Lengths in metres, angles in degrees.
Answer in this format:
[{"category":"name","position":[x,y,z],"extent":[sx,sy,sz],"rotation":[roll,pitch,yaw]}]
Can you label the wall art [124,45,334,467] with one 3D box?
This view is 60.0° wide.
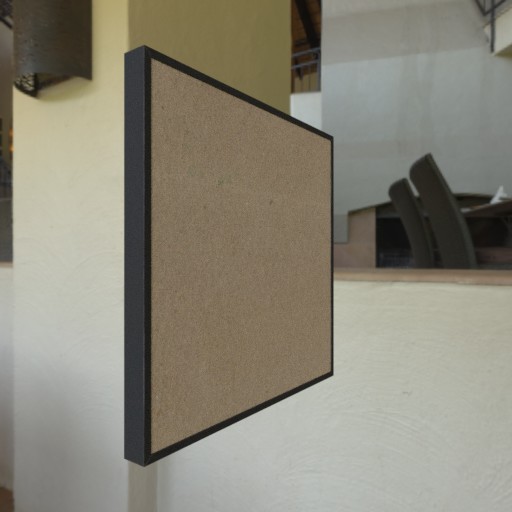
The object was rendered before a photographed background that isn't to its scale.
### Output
[{"category":"wall art","position":[0.000,0.000,0.749],"extent":[0.038,0.508,0.508],"rotation":[0,0,36]}]
